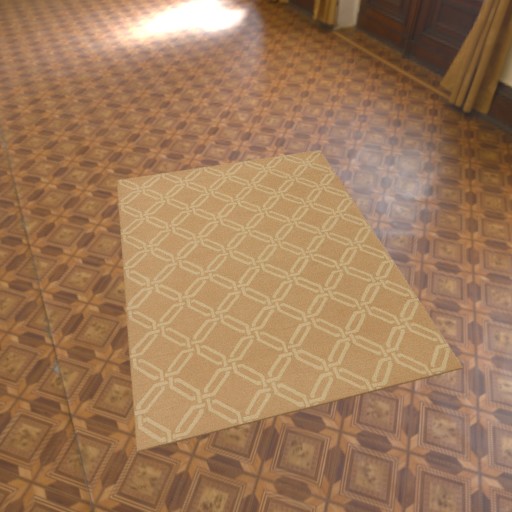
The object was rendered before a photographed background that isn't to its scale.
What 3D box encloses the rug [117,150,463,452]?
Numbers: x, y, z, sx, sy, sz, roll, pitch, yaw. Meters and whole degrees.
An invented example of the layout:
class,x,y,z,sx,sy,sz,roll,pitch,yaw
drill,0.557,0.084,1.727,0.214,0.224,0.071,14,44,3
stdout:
class,x,y,z,sx,sy,sz,roll,pitch,yaw
rug,0.000,0.000,3.918,2.288,0.018,2.895,-11,47,-10
